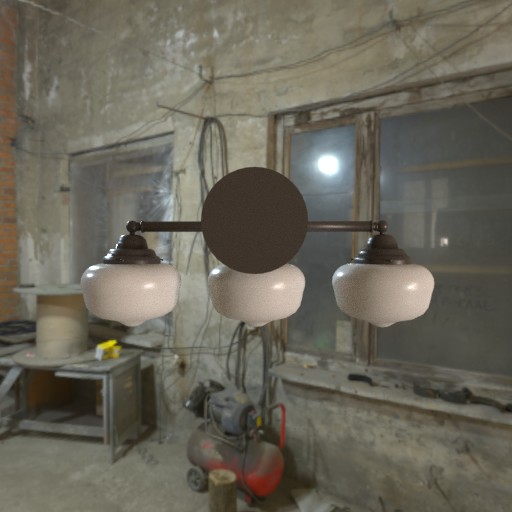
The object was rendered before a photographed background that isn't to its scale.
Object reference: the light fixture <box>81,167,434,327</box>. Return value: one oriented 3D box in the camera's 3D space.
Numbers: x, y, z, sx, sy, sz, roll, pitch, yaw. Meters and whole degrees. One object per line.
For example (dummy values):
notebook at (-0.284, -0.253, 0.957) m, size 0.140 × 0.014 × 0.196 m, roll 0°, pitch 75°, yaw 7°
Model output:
light fixture at (0.000, 0.000, 0.713) m, size 0.587 × 0.242 × 0.239 m, roll 0°, pitch 1°, yaw 1°
